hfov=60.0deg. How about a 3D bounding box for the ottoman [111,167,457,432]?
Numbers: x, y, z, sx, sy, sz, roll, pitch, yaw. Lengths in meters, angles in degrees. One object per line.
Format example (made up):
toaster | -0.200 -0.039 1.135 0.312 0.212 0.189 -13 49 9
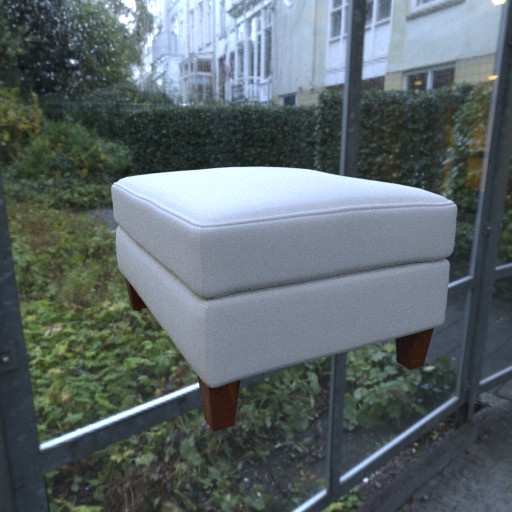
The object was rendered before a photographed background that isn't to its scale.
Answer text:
ottoman | 0.000 0.000 1.233 0.634 0.479 0.818 -8 17 -26
